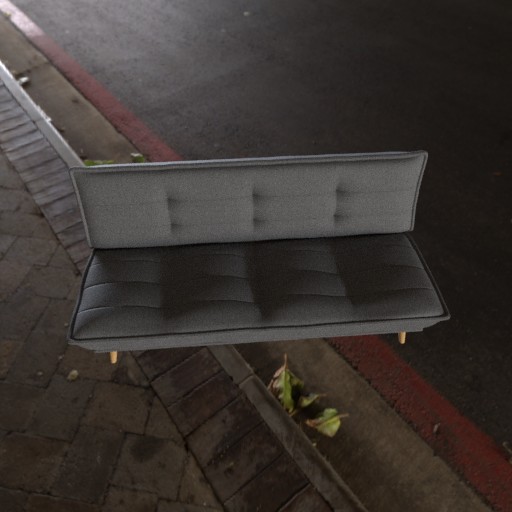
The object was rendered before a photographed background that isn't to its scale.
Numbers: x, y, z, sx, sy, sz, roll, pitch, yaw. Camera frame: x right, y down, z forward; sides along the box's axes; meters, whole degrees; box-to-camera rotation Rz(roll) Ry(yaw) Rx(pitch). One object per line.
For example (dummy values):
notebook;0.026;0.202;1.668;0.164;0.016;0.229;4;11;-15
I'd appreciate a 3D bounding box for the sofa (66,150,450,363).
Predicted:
sofa;0.000;0.000;2.495;1.940;0.890;0.950;-3;47;-3
